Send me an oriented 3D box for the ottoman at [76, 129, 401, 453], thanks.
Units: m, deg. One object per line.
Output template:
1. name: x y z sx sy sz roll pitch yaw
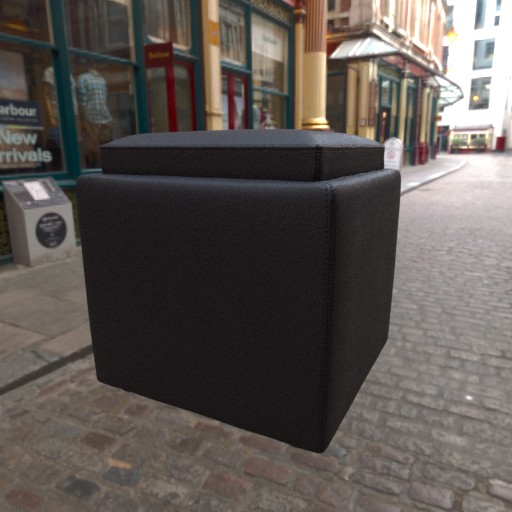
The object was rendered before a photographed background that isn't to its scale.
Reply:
1. ottoman: 0.000 0.000 0.843 0.450 0.460 0.451 7 16 27
